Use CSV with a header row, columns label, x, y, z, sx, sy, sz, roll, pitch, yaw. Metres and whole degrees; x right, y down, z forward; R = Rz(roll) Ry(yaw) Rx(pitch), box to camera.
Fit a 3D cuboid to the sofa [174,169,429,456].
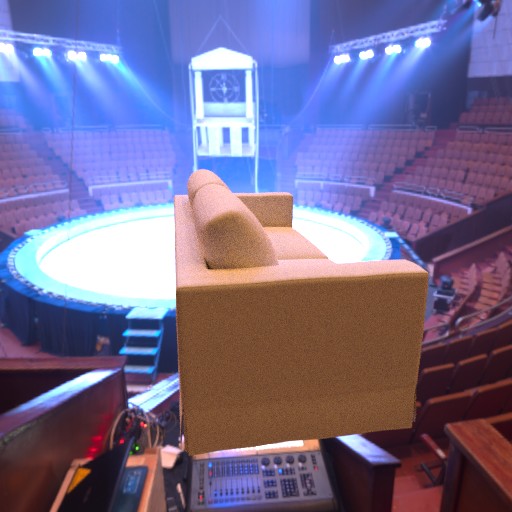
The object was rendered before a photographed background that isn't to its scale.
label,x,y,z,sx,sy,sz,roll,pitch,yaw
sofa,0.000,0.000,2.618,0.954,0.881,2.163,-3,16,-10
